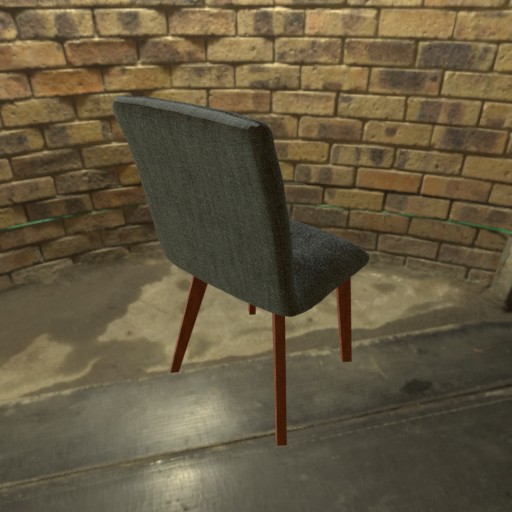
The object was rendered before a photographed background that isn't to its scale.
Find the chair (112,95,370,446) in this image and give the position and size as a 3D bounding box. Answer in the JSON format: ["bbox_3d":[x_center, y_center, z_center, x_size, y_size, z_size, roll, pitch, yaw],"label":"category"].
[{"bbox_3d":[0.000,0.000,1.339,0.522,0.974,0.563,22,38,32],"label":"chair"}]
